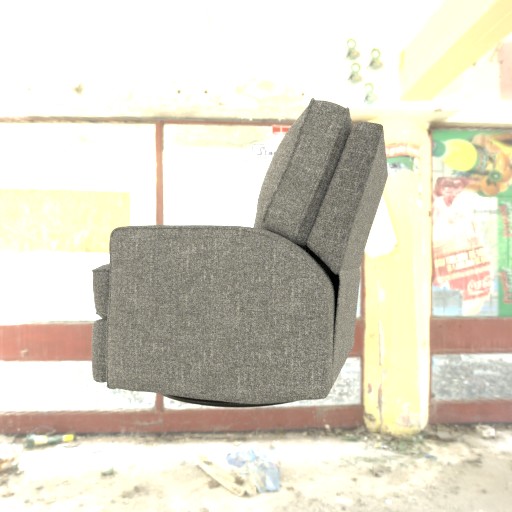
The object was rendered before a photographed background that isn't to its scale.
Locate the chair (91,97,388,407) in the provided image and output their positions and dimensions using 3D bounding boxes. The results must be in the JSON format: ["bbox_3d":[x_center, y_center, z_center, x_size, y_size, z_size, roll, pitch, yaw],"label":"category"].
[{"bbox_3d":[0.000,0.000,1.704,0.964,0.962,0.861,0,-1,18],"label":"chair"}]
